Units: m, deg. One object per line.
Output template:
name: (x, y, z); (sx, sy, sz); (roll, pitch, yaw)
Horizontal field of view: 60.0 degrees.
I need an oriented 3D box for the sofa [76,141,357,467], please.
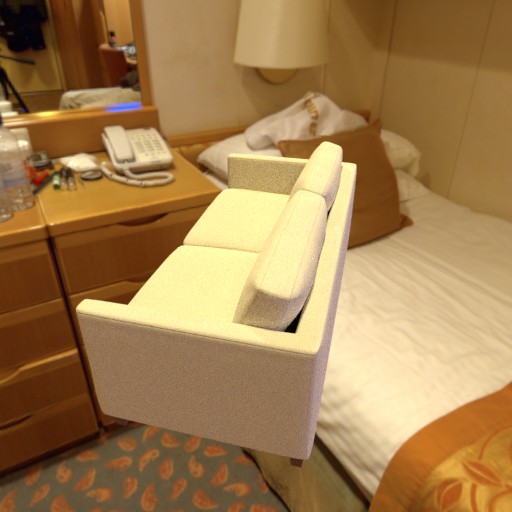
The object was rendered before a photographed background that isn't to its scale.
sofa: (0.000, 0.000, 2.510); (0.965, 0.889, 1.981); (8, 32, 13)
